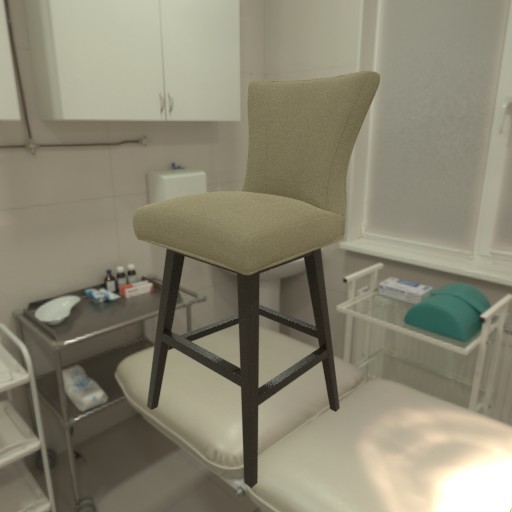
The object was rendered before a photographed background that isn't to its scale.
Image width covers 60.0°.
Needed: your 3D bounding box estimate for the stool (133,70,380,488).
[{"bbox_3d":[0.000,0.000,1.400,0.514,1.086,0.574,16,23,42],"label":"stool"}]
